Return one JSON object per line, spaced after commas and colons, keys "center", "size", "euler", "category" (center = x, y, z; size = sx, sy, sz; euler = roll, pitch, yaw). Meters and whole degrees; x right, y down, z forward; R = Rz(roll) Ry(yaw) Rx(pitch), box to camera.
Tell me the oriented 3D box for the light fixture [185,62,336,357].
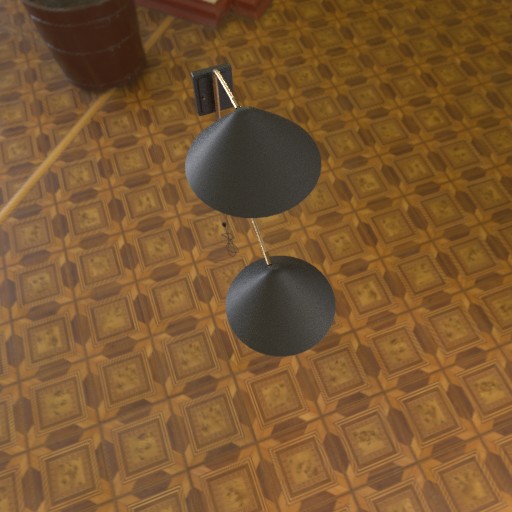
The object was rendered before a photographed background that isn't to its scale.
{"center": [0.000, 0.000, 0.844], "size": [0.189, 0.665, 0.422], "euler": [-19, 64, -9], "category": "light fixture"}
